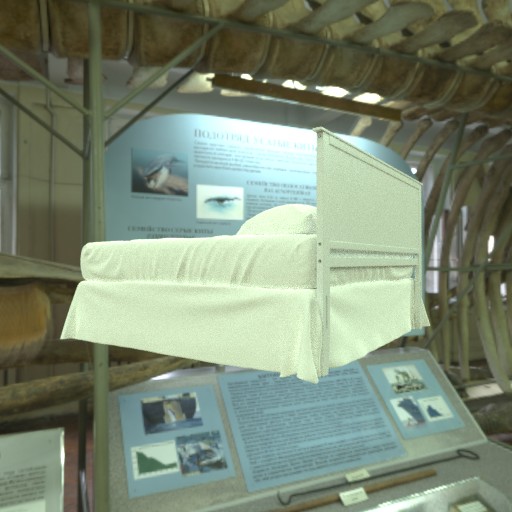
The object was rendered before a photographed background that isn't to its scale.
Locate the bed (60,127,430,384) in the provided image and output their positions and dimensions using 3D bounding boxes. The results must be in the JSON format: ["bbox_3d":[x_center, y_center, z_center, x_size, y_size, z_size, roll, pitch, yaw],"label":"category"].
[{"bbox_3d":[0.000,0.000,3.641,2.215,1.273,2.317,-1,-1,35],"label":"bed"}]
